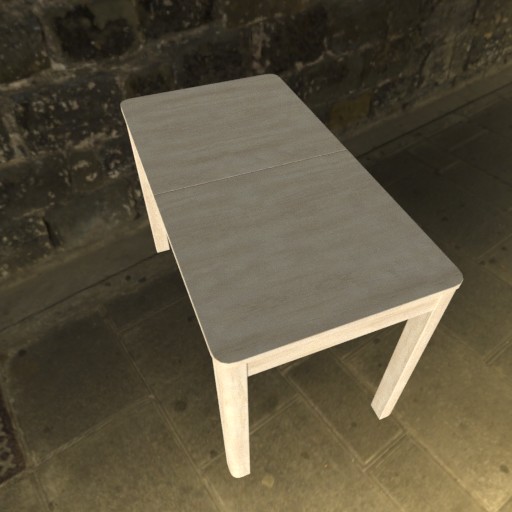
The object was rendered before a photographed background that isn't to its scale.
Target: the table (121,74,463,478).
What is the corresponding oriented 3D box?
[{"bbox_3d":[0.000,0.000,1.928,0.750,0.900,1.400,-16,49,-14],"label":"table"}]
